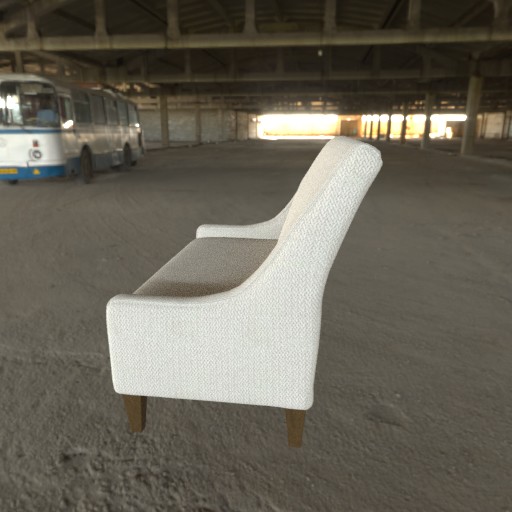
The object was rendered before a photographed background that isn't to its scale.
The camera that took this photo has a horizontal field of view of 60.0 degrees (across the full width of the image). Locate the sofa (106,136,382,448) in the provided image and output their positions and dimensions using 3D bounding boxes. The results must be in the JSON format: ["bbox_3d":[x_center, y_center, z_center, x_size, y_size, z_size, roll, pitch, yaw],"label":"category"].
[{"bbox_3d":[0.000,0.000,1.969,0.870,1.022,1.242,2,16,8],"label":"sofa"}]
